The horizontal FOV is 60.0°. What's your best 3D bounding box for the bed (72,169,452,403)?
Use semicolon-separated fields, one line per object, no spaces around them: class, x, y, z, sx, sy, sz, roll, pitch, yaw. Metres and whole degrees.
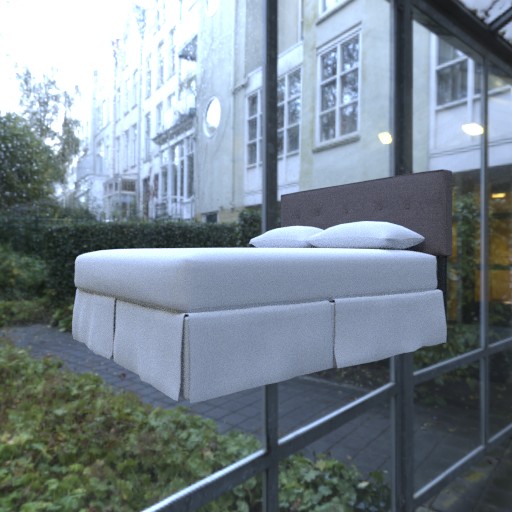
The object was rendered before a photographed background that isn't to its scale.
bed;0.000;0.000;2.825;1.894;1.089;1.610;0;1;-37
